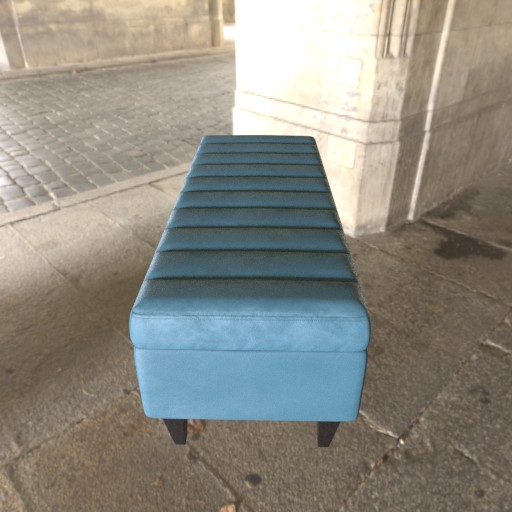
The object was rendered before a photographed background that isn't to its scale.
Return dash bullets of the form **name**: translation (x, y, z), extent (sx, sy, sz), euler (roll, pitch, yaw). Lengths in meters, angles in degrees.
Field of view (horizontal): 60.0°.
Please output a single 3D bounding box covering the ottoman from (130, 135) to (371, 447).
- **ottoman**: translation (0.000, 0.000, 1.429), extent (0.482, 0.469, 1.151), euler (1, 32, 1)
